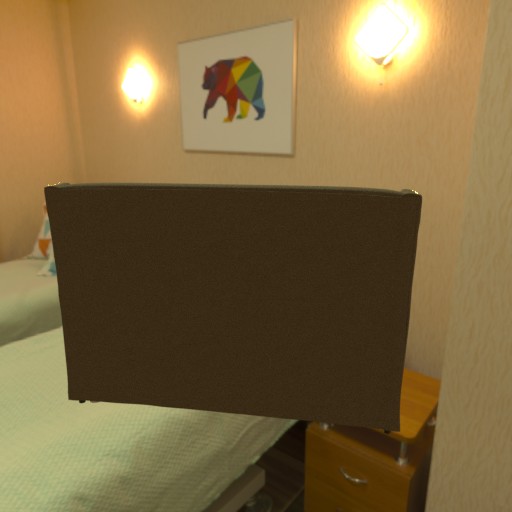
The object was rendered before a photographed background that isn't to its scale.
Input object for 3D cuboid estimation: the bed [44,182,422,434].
[{"bbox_3d":[0.000,0.000,3.407,1.925,1.332,2.276,2,16,9],"label":"bed"}]
